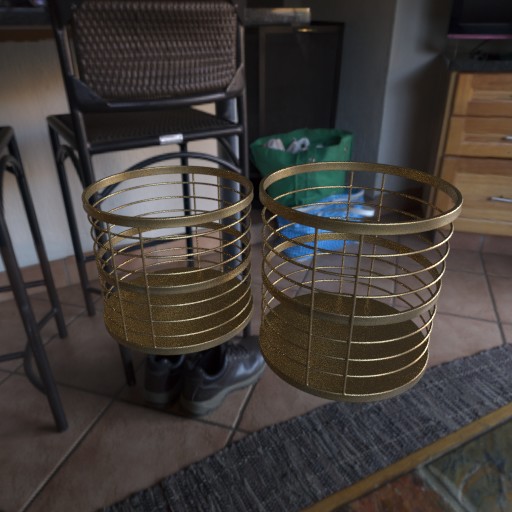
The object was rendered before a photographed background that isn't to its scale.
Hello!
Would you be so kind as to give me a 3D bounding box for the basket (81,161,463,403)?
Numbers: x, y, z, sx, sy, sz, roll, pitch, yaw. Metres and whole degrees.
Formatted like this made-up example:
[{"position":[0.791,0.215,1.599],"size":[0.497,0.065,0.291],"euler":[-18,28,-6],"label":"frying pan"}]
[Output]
[{"position":[0.000,0.000,0.942],"size":[0.746,0.351,0.356],"euler":[9,28,18],"label":"basket"}]
